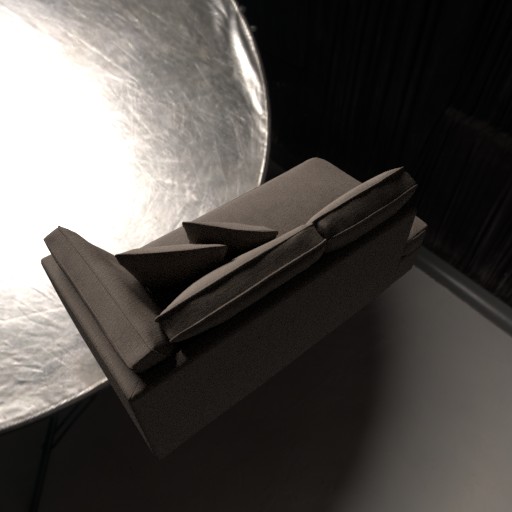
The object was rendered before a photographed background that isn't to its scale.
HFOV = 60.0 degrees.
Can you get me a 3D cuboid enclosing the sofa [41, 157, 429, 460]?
[{"bbox_3d":[0.000,0.000,2.850,2.237,1.033,1.110,-31,54,-25],"label":"sofa"}]
